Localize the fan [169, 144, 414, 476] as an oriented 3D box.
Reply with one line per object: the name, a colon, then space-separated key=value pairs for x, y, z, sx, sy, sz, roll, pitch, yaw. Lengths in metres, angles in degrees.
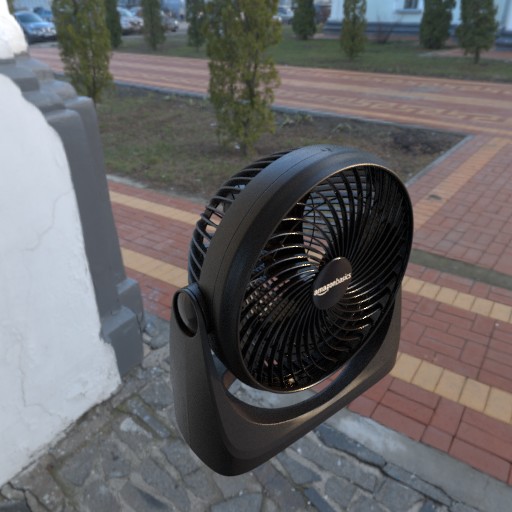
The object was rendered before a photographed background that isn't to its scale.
fan: x=0.000 y=0.000 z=0.487 sx=0.273 sy=0.277 sz=0.256 roll=-21 pitch=35 yaw=-33
